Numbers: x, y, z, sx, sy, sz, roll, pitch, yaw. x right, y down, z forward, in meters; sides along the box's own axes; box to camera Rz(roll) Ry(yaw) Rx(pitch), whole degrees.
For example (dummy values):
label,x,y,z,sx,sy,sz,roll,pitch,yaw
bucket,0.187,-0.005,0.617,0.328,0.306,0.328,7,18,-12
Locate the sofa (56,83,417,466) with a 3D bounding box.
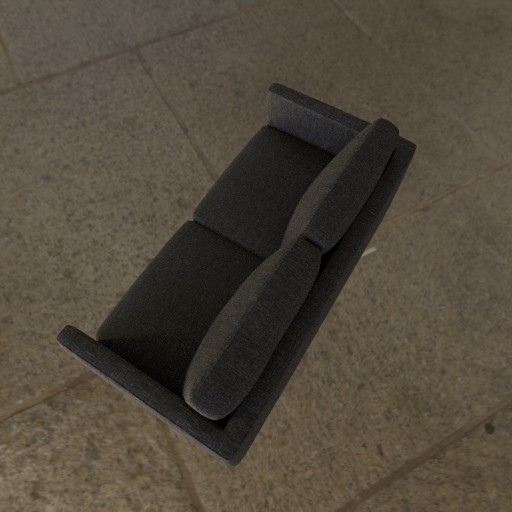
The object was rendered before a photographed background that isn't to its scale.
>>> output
label,x,y,z,sx,sy,sz,roll,pitch,yaw
sofa,0.000,0.000,2.406,0.950,0.963,1.884,29,67,14
